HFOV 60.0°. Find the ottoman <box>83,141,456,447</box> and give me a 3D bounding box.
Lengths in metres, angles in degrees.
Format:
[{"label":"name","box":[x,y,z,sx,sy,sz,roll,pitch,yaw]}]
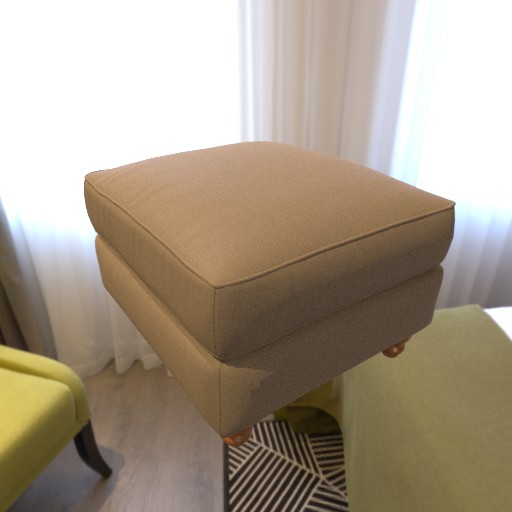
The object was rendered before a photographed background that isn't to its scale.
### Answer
[{"label":"ottoman","box":[0.000,0.000,1.148,0.662,0.505,0.721,-18,32,-31]}]
